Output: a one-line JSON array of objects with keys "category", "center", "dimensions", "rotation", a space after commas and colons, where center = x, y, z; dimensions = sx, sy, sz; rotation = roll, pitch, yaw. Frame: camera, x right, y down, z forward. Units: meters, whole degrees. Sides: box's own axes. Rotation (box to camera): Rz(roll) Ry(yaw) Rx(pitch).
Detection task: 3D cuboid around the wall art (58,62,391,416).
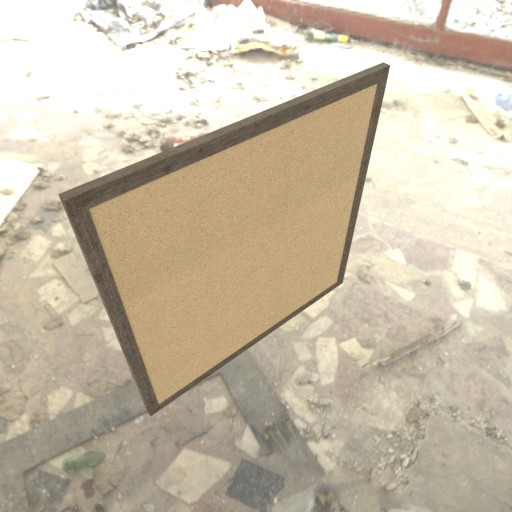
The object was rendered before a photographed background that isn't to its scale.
[{"category": "wall art", "center": [0.000, 0.000, 0.669], "dimensions": [0.457, 0.457, 0.013], "rotation": [-30, 54, -26]}]
